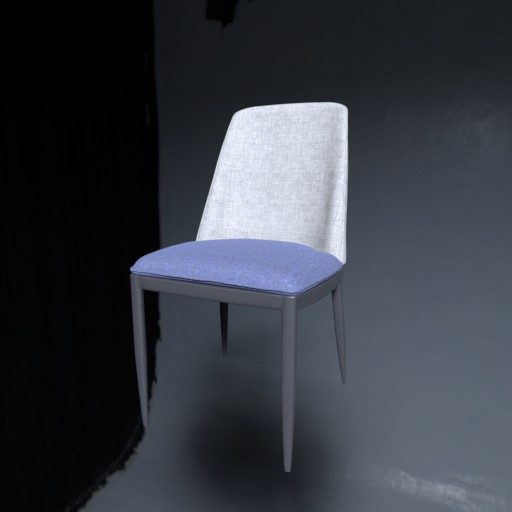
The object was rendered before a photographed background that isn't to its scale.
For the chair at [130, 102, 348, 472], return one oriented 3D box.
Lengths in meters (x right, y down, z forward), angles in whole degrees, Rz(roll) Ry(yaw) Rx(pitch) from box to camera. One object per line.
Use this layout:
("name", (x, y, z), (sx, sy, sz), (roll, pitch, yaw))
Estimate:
("chair", (0.000, 0.000, 1.218), (0.488, 0.855, 0.550), (6, 13, 25))
